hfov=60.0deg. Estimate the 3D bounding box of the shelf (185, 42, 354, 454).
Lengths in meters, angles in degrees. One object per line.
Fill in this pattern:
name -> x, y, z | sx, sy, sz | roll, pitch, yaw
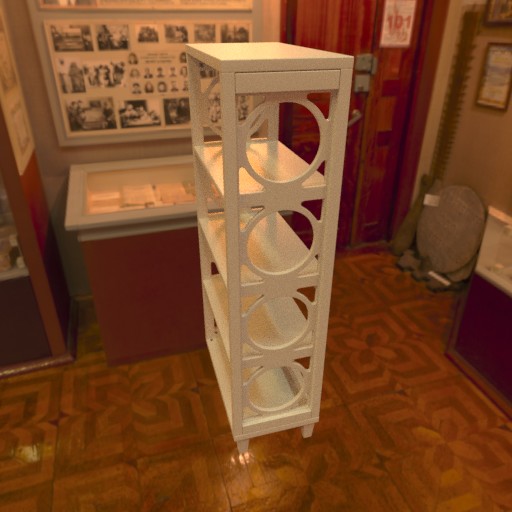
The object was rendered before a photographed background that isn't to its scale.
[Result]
shelf -> 0.000, 0.000, 1.664 | 0.340, 1.411, 0.611 | -8, 30, -14
